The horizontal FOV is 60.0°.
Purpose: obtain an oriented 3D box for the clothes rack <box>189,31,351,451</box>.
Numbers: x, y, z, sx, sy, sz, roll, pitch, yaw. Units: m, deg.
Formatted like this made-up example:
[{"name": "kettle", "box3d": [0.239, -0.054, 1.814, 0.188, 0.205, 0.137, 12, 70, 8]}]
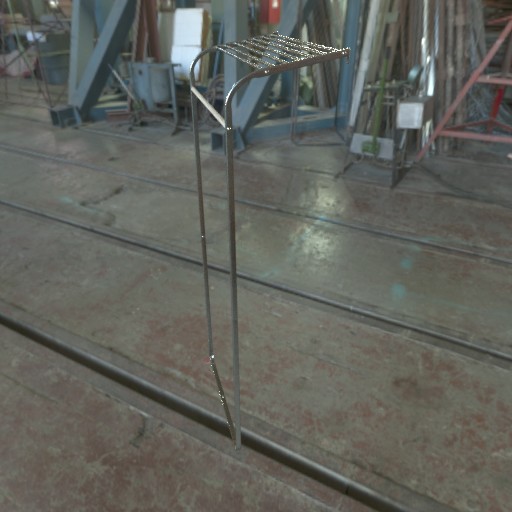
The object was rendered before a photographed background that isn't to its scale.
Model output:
[{"name": "clothes rack", "box3d": [0.000, 0.000, 1.788, 0.349, 1.574, 0.609, -8, 32, -14]}]
